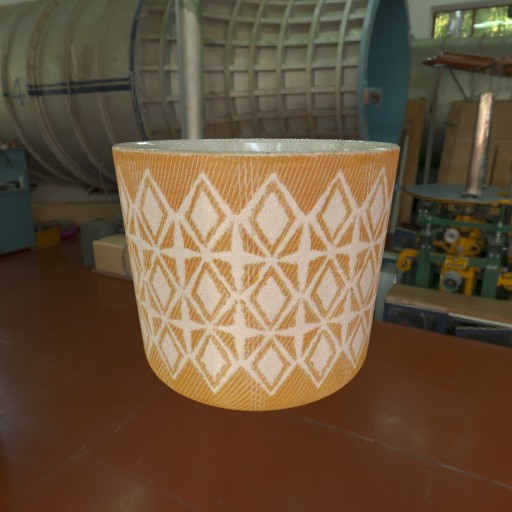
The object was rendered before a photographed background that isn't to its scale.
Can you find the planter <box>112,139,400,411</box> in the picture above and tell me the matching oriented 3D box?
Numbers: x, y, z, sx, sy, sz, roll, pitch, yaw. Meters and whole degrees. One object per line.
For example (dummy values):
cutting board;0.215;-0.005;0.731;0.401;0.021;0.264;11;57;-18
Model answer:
planter;0.000;0.000;0.334;0.193;0.165;0.193;0;17;0
